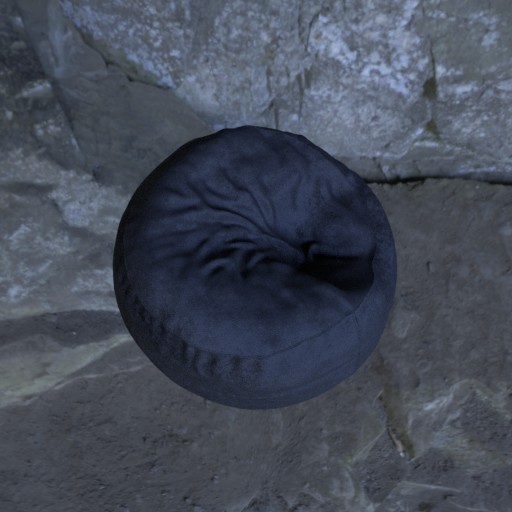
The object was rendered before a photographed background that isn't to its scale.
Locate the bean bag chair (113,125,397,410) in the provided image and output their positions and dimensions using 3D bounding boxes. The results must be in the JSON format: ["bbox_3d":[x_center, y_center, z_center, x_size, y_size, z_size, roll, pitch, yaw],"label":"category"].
[{"bbox_3d":[0.000,0.000,2.388,1.525,0.751,1.525,0,62,0],"label":"bean bag chair"}]
